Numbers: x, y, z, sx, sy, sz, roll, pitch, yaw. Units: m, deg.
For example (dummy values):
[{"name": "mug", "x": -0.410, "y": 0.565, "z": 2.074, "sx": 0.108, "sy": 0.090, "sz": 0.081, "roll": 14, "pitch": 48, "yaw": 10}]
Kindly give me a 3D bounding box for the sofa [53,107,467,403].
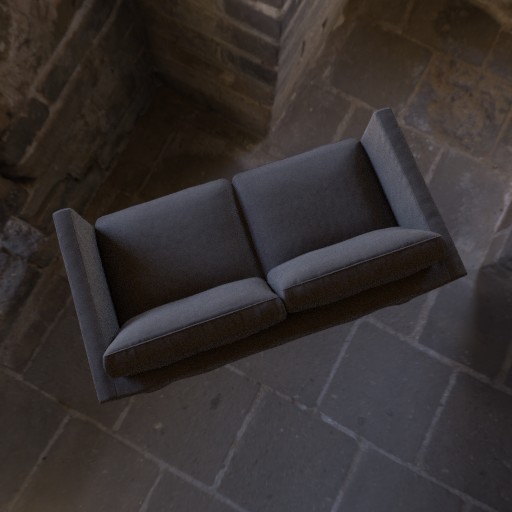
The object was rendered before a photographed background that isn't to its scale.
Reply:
[{"name": "sofa", "x": 0.000, "y": 0.000, "z": 2.380, "sx": 1.802, "sy": 0.854, "sz": 0.974, "roll": -18, "pitch": 77, "yaw": -4}]
